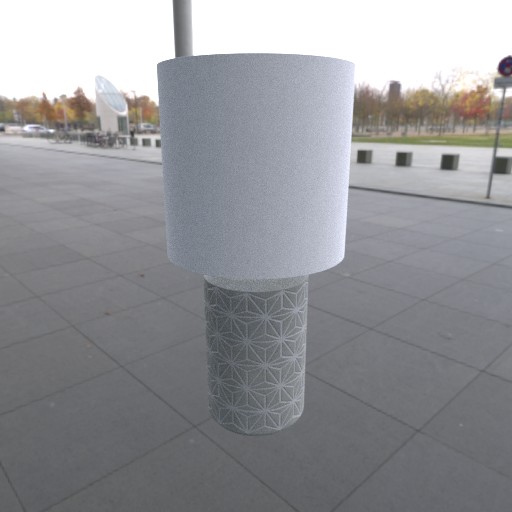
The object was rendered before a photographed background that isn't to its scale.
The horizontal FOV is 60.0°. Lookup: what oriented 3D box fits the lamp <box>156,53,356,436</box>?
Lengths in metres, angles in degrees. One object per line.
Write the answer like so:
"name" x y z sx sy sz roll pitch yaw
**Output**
"lamp" 0.000 0.000 0.528 0.206 0.416 0.206 -9 19 -27
